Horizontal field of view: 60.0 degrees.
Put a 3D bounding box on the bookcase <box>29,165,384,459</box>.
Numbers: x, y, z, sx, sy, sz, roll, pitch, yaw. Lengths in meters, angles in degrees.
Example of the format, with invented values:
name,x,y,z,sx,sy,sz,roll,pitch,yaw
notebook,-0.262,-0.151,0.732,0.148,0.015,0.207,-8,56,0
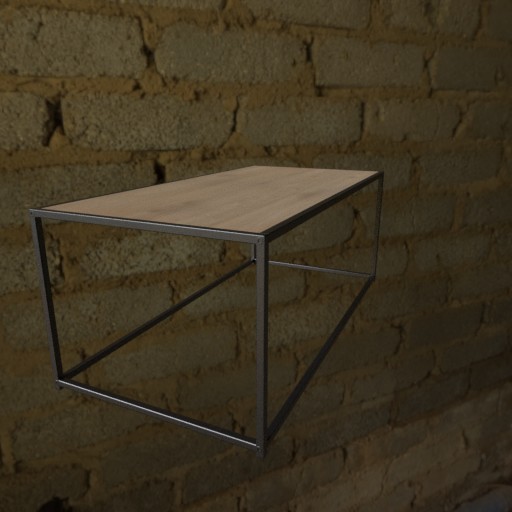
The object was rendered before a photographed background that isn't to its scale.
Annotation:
name,x,y,z,sx,sy,sz,roll,pitch,yaw
bookcase,0.000,0.000,1.242,0.500,0.400,1.000,8,18,24
